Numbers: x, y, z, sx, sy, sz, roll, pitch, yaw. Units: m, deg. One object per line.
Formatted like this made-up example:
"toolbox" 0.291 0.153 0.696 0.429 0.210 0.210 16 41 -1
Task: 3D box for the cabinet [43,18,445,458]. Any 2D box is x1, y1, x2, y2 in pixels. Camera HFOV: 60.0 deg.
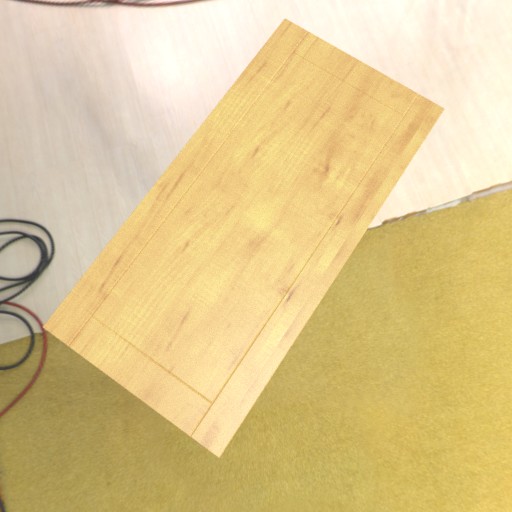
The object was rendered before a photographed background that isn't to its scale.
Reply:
"cabinet" 0.000 0.000 1.389 0.450 0.840 0.920 33 79 8
